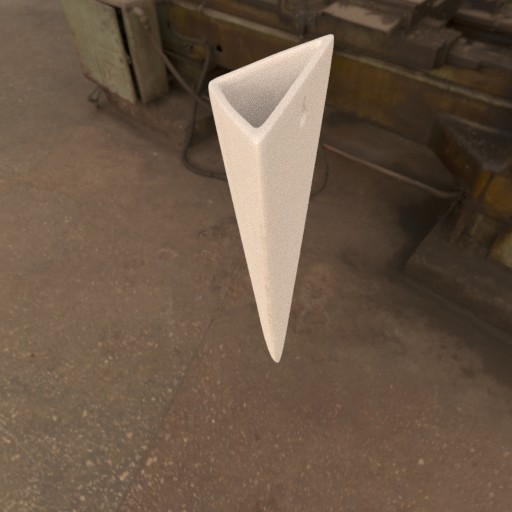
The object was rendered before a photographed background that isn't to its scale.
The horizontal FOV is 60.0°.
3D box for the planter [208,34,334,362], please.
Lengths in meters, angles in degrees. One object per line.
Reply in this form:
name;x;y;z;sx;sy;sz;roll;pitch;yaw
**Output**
planter;0.000;0.000;0.395;0.065;0.338;0.143;16;50;14
